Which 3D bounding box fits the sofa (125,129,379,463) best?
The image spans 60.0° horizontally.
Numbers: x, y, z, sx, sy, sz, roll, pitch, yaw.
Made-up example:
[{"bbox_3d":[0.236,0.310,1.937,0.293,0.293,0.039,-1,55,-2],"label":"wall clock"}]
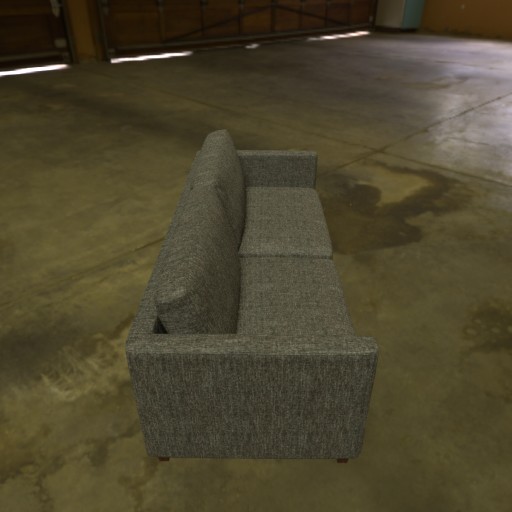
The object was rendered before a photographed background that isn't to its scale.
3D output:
[{"bbox_3d":[0.000,0.000,2.637,0.948,0.960,2.208,0,32,1],"label":"sofa"}]
